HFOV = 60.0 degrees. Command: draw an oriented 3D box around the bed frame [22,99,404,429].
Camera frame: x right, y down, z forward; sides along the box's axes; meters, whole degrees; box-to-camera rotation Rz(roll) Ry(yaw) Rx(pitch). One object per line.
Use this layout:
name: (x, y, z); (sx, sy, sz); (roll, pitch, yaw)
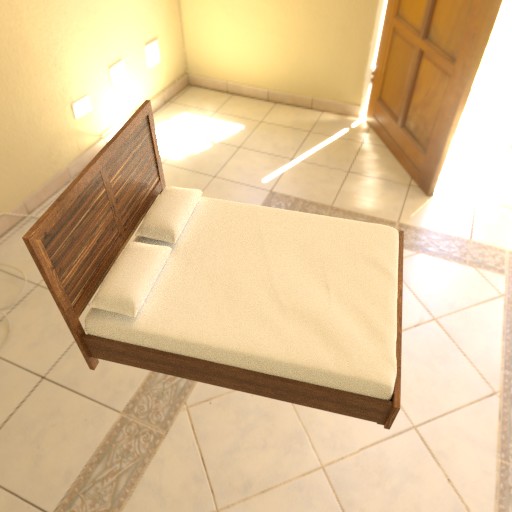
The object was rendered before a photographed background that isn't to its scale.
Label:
bed frame: (0.000, 0.000, 3.360); (2.276, 1.417, 1.696); (10, 46, 10)
